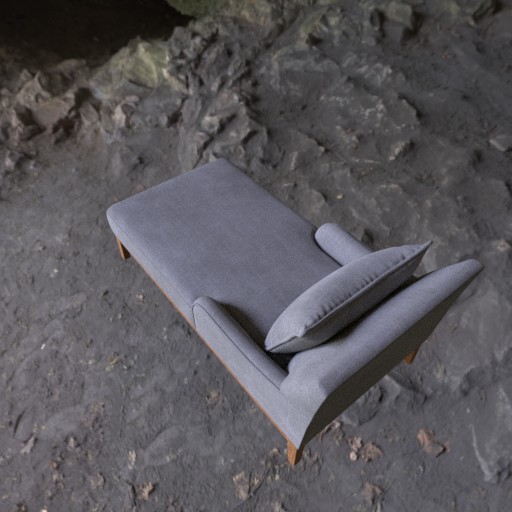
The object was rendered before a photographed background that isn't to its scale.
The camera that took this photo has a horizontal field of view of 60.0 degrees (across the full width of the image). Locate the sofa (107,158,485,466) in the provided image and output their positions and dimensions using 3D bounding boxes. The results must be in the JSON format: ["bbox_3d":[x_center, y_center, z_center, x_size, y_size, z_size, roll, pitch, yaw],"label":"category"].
[{"bbox_3d":[0.000,0.000,2.296,0.894,0.859,1.779,-30,53,-26],"label":"sofa"}]
